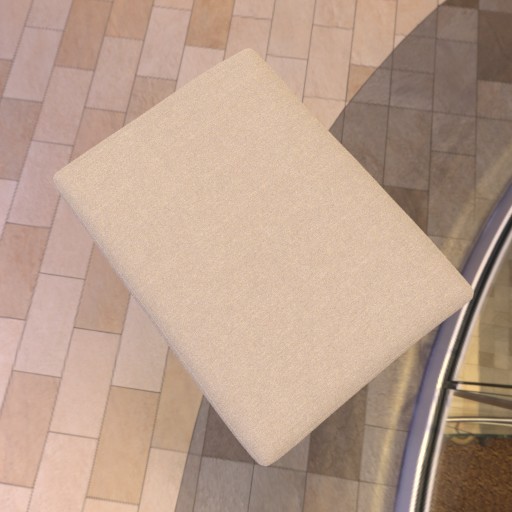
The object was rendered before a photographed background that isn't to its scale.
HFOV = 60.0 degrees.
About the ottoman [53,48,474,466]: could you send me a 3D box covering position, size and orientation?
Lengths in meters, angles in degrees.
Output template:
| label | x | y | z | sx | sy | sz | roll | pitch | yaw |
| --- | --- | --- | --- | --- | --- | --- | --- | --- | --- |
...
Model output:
| label | x | y | z | sx | sy | sz | roll | pitch | yaw |
| --- | --- | --- | --- | --- | --- | --- | --- | --- | --- |
| ottoman | 0.000 | 0.000 | 1.132 | 0.569 | 0.500 | 0.771 | -37 | 79 | -9 |
